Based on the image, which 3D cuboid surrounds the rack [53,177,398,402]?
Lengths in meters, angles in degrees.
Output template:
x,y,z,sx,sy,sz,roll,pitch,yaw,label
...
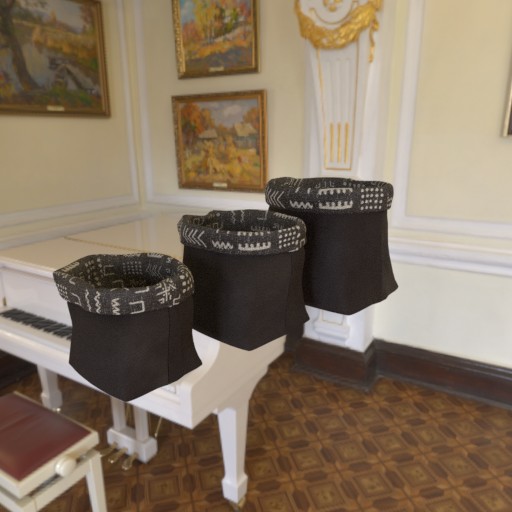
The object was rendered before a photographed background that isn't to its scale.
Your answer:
x,y,z,sx,sy,sz,roll,pitch,yaw,label
0.000,0.000,1.073,0.379,0.323,0.905,14,20,41,rack
